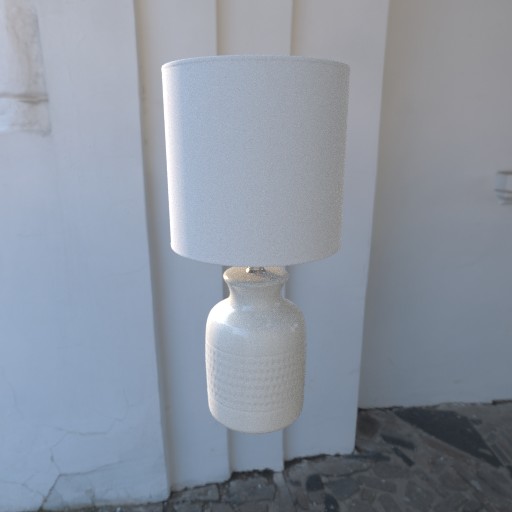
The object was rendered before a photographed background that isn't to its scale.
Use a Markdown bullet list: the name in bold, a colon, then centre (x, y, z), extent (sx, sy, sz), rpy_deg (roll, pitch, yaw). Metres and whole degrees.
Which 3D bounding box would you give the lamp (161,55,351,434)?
- **lamp**: centre (0.000, 0.000, 0.503), extent (0.188, 0.392, 0.188), rpy_deg (2, 16, 8)
